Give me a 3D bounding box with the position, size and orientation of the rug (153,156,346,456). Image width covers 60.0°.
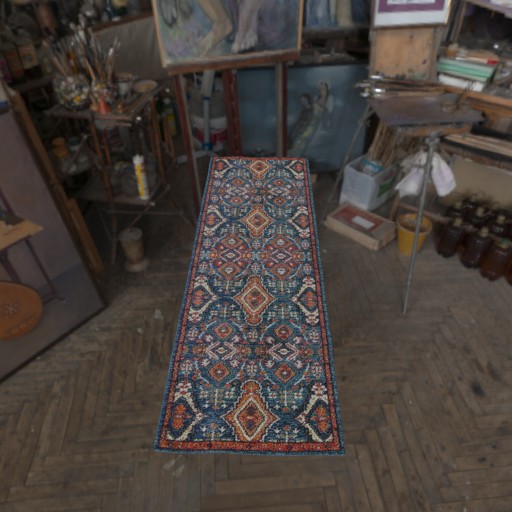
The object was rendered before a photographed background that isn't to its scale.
[{"bbox_3d":[0.000,0.000,2.739,0.801,0.010,2.459,1,42,1],"label":"rug"}]
